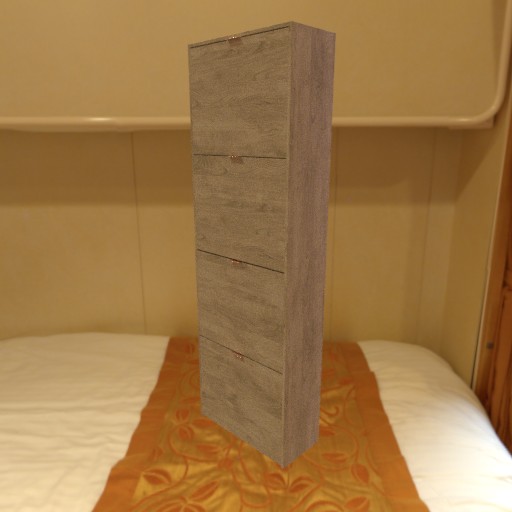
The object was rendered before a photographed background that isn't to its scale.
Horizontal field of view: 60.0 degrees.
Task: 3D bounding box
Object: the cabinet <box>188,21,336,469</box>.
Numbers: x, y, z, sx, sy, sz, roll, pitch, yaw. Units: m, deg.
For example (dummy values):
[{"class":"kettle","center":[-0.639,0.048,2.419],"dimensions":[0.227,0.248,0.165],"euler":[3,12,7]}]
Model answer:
[{"class":"cabinet","center":[0.000,0.000,1.818],"dimensions":[0.520,1.630,0.250],"euler":[14,21,42]}]
